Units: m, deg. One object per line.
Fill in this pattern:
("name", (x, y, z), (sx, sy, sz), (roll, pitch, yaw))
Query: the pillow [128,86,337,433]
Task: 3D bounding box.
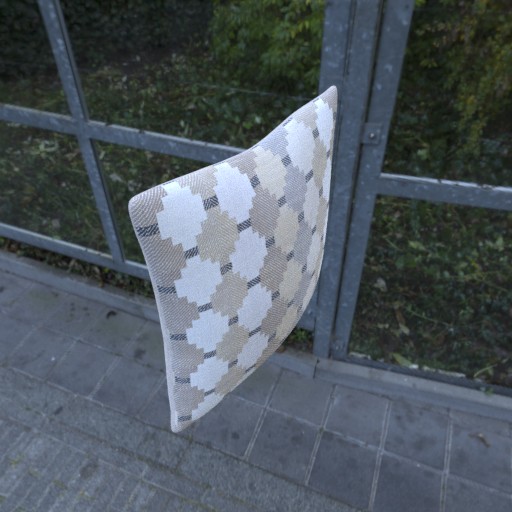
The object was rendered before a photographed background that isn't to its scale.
("pillow", (0.000, 0.000, 0.903), (0.192, 0.558, 0.578), (24, 46, 26))
